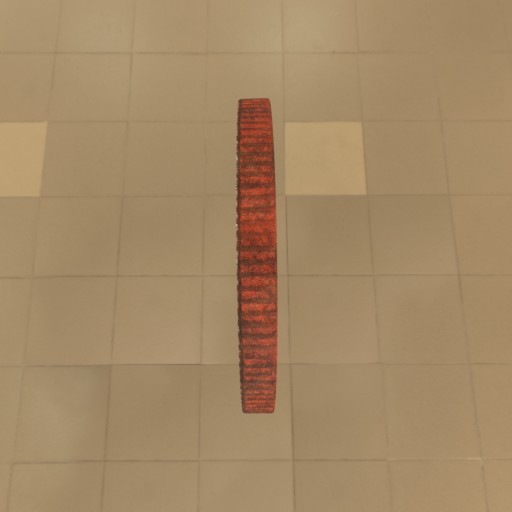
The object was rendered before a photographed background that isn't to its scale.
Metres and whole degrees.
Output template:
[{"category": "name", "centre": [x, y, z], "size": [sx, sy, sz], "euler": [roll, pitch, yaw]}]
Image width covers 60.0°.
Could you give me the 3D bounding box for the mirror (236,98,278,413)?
[{"category": "mirror", "centre": [0.000, 0.000, 0.909], "size": [0.056, 0.609, 0.609], "euler": [-1, 77, 0]}]
